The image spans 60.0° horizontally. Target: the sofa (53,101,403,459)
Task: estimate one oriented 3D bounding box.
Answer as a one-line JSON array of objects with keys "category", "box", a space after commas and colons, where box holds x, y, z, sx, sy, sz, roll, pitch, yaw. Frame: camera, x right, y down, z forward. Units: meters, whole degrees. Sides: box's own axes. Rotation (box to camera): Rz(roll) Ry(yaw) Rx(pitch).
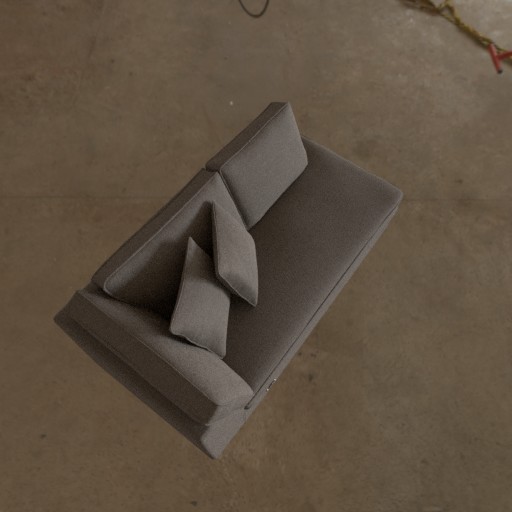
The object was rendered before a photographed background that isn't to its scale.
[{"category": "sofa", "box": [0.000, 0.000, 2.931, 1.110, 1.033, 2.237, 33, 64, 18]}]
